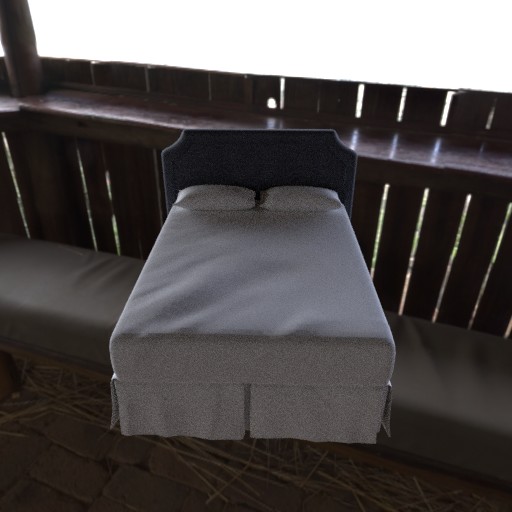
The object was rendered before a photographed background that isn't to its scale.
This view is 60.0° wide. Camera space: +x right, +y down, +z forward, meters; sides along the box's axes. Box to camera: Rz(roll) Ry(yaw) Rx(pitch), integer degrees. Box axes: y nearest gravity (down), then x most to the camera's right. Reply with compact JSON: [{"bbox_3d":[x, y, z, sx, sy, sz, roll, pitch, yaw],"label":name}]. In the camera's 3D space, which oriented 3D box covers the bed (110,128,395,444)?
[{"bbox_3d":[0.000,0.000,3.148,1.693,1.290,2.116,1,30,1],"label":"bed"}]
